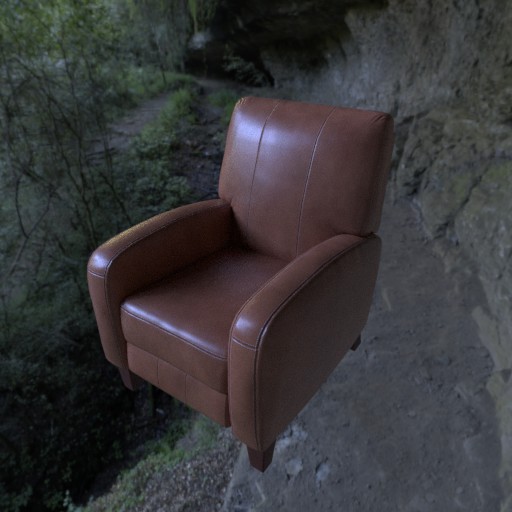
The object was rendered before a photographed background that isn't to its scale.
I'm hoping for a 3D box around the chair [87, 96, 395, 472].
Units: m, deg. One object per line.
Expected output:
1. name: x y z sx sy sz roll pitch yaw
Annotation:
1. chair: 0.000 0.000 1.647 0.762 0.990 0.990 19 34 30
